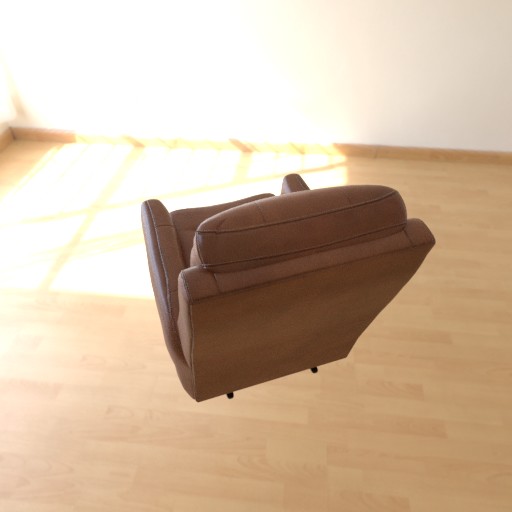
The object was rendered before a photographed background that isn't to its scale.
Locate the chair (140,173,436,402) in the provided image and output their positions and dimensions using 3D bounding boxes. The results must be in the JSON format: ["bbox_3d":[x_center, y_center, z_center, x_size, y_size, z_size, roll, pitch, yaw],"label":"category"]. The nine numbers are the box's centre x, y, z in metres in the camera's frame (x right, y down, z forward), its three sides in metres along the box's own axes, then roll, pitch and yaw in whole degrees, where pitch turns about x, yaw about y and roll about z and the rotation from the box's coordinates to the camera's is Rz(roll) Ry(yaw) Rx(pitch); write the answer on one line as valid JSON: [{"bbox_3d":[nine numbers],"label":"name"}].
[{"bbox_3d":[0.000,0.000,1.733,0.821,1.016,1.072,-13,43,-14],"label":"chair"}]
